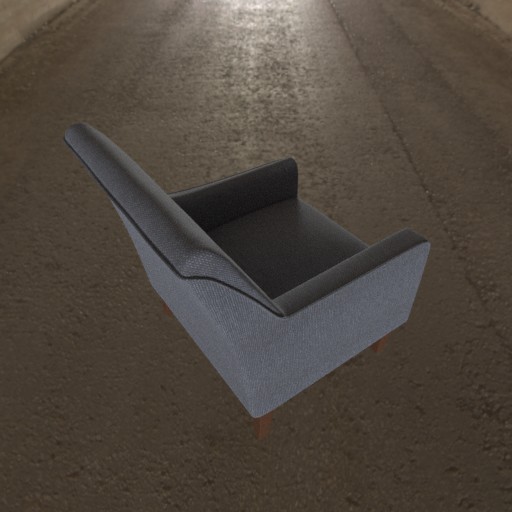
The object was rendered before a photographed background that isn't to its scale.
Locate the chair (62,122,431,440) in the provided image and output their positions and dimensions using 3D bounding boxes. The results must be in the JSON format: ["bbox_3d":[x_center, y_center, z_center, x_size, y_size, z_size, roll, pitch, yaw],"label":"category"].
[{"bbox_3d":[0.000,0.000,1.563,0.899,0.919,0.780,-25,46,-26],"label":"chair"}]
